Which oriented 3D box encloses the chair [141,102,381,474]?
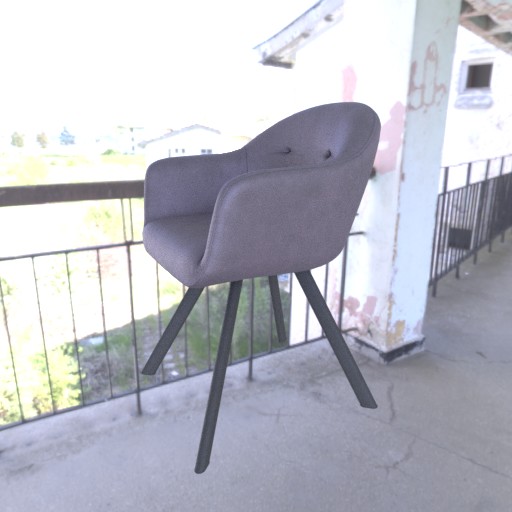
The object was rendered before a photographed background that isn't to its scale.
[{"bbox_3d":[0.000,0.000,1.167,0.544,0.781,0.567,-8,18,-27],"label":"chair"}]
